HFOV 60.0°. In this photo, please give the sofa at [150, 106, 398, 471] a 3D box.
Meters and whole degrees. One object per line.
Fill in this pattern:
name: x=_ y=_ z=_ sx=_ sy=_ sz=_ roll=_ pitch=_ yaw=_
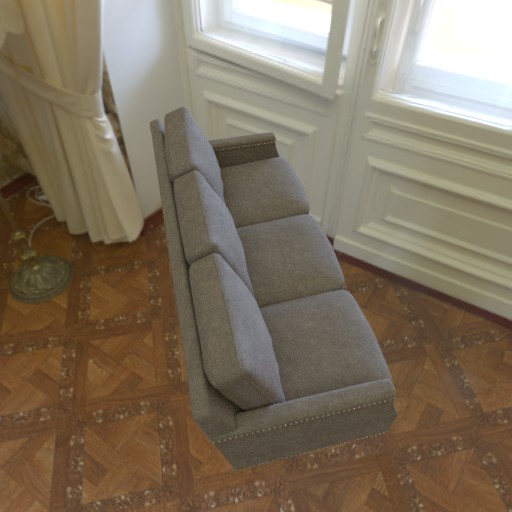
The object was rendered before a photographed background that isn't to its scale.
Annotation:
sofa: x=0.000 y=0.000 z=2.796 sx=1.034 sy=1.042 sz=2.226 roll=-10 pitch=49 yaw=-9
